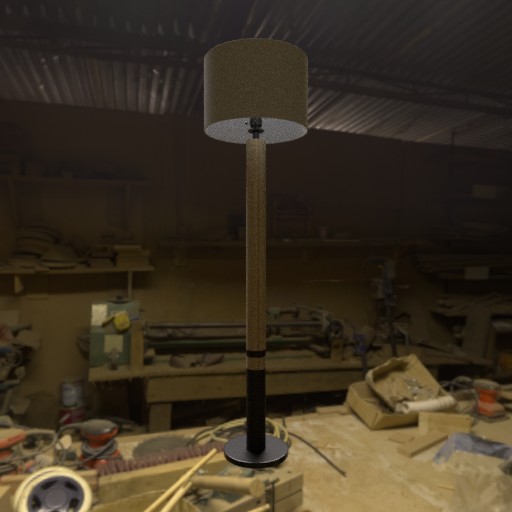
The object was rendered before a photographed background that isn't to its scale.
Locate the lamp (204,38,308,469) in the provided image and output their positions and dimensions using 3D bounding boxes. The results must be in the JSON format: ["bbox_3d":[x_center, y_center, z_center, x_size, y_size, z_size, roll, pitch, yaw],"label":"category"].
[{"bbox_3d":[0.000,0.000,1.651,0.381,1.478,0.381,0,1,-17],"label":"lamp"}]
